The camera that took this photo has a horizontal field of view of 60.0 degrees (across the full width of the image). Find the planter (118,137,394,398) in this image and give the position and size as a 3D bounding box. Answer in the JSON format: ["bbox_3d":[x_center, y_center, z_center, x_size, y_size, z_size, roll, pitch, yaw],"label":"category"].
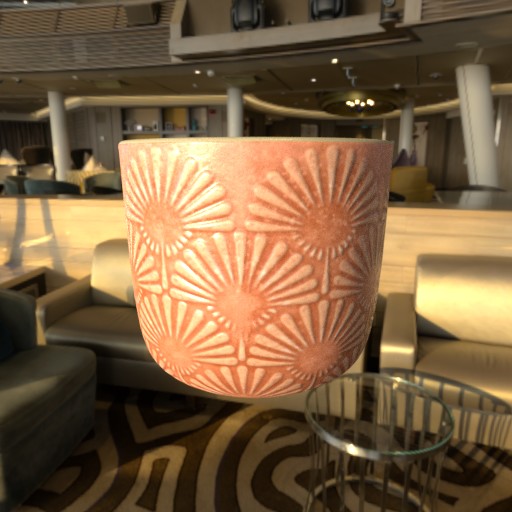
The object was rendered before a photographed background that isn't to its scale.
[{"bbox_3d":[0.000,0.000,0.220,0.124,0.109,0.124,0,13,0],"label":"planter"}]
